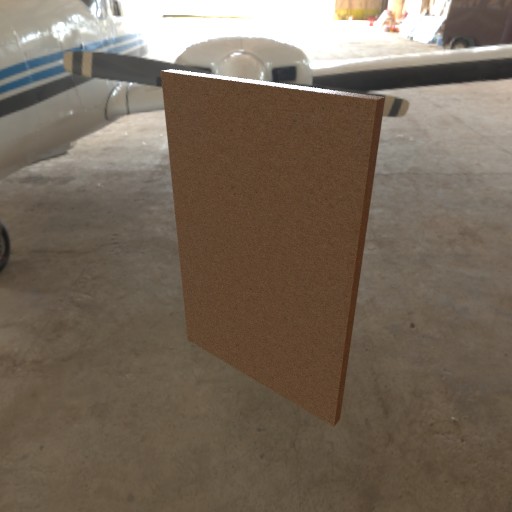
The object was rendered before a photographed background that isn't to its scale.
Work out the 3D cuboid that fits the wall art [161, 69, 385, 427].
[{"bbox_3d":[0.000,0.000,1.237,0.610,0.914,0.037,22,37,33],"label":"wall art"}]
